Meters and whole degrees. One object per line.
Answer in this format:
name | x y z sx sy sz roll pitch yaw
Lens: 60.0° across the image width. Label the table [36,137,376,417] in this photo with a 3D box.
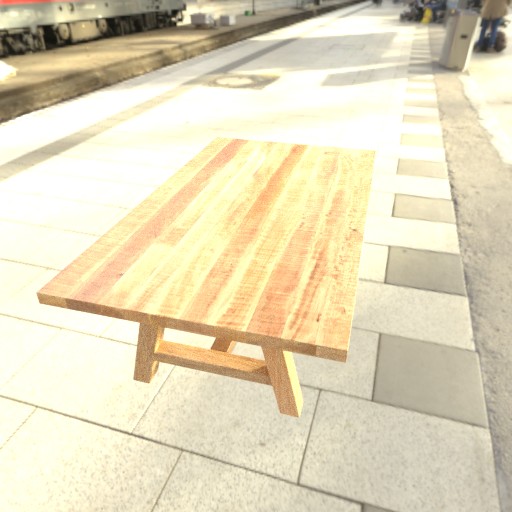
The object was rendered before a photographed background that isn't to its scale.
table | 0.000 0.000 1.665 0.760 0.455 1.320 8 33 13
